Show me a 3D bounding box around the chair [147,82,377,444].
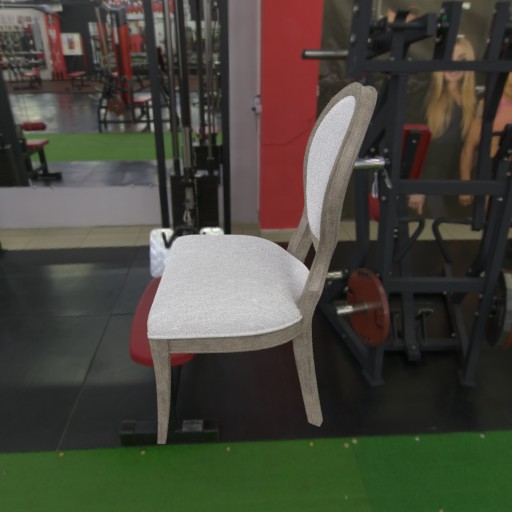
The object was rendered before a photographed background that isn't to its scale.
[{"bbox_3d":[0.000,0.000,1.354,0.602,0.990,0.558,0,26,-1],"label":"chair"}]
